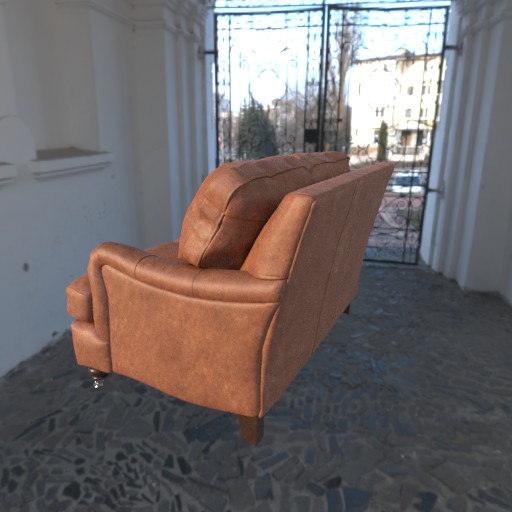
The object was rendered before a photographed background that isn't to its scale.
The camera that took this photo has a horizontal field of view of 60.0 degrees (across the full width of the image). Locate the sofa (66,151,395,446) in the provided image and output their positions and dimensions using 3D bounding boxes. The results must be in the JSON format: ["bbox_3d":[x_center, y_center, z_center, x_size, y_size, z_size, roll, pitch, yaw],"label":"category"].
[{"bbox_3d":[0.000,0.000,2.231,1.077,1.004,1.527,8,18,25],"label":"sofa"}]
